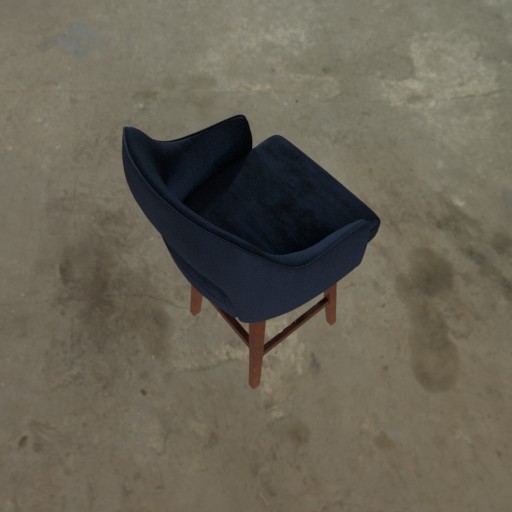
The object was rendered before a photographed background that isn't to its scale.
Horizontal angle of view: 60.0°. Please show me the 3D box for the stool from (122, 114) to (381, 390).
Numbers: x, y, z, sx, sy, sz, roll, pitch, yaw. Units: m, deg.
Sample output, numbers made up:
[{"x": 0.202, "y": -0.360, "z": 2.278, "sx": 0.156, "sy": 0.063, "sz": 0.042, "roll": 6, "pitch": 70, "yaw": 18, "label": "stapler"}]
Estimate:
[{"x": 0.000, "y": 0.000, "z": 1.402, "sx": 0.560, "sy": 1.041, "sz": 0.550, "roll": -35, "pitch": 64, "yaw": -20, "label": "stool"}]
